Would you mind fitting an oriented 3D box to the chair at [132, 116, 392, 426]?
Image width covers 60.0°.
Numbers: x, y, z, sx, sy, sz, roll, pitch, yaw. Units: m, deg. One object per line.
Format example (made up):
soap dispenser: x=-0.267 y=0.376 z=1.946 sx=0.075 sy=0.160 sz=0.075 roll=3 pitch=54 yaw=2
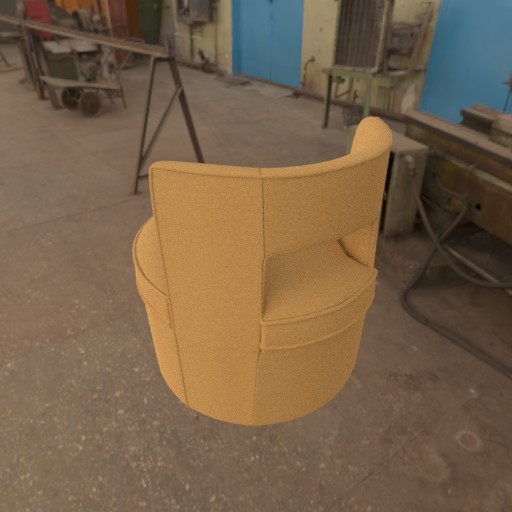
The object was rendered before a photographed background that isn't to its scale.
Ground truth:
chair: x=0.000 y=0.000 z=1.222 sx=0.650 sy=0.723 sz=0.665 roll=-20 pitch=37 yaw=-29
